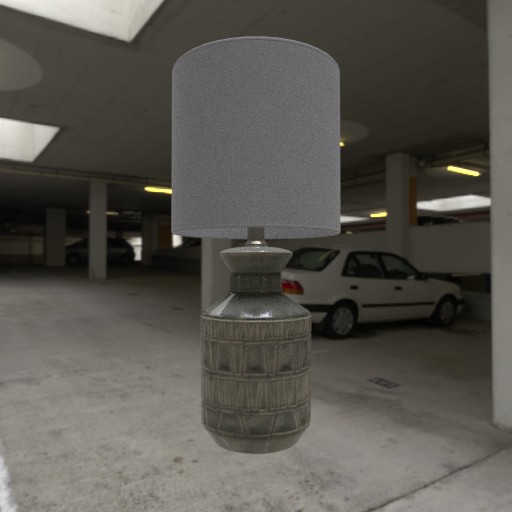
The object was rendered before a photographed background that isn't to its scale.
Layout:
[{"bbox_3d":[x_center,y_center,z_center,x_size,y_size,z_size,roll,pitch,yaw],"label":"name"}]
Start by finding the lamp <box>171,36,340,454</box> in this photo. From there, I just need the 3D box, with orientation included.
[{"bbox_3d":[0.000,0.000,0.563,0.211,0.455,0.211,1,-2,-35],"label":"lamp"}]
